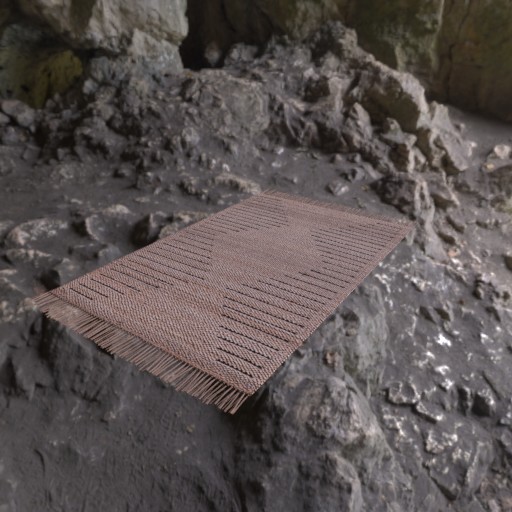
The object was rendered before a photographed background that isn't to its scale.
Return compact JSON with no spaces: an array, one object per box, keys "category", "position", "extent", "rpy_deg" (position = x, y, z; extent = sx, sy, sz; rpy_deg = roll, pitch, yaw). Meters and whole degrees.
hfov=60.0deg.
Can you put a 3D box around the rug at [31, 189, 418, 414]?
[{"category":"rug","position":[0.000,0.000,2.534],"extent":[1.224,0.027,2.085],"rpy_deg":[17,32,31]}]
